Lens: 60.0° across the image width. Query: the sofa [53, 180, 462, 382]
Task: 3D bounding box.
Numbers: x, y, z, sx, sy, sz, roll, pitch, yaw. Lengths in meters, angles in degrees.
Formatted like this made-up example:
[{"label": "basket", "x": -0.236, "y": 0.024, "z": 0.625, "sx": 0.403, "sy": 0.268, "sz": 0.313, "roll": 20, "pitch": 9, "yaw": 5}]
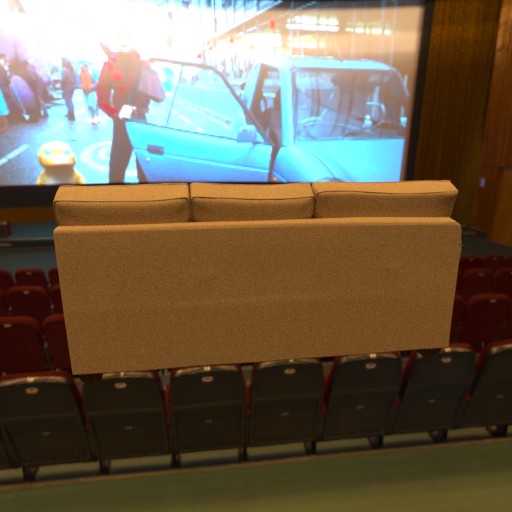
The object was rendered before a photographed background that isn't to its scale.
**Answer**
[{"label": "sofa", "x": 0.000, "y": 0.000, "z": 2.608, "sx": 1.962, "sy": 0.946, "sz": 1.034, "roll": -2, "pitch": 16, "yaw": -8}]
